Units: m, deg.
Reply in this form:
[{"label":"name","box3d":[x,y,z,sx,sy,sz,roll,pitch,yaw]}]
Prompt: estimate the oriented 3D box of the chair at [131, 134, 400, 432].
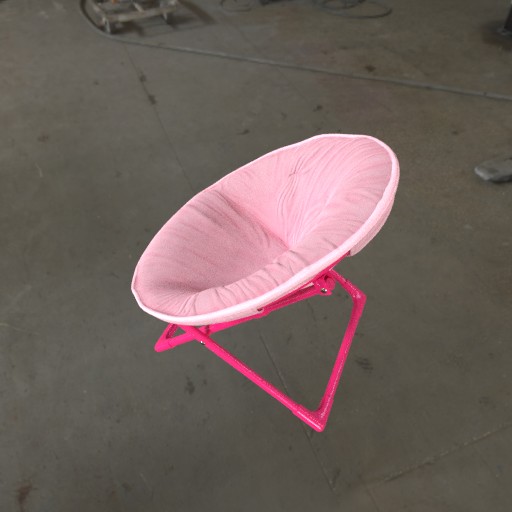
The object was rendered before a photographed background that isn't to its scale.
[{"label":"chair","box3d":[0.000,0.000,0.898,0.459,0.494,0.522,17,49,16]}]
